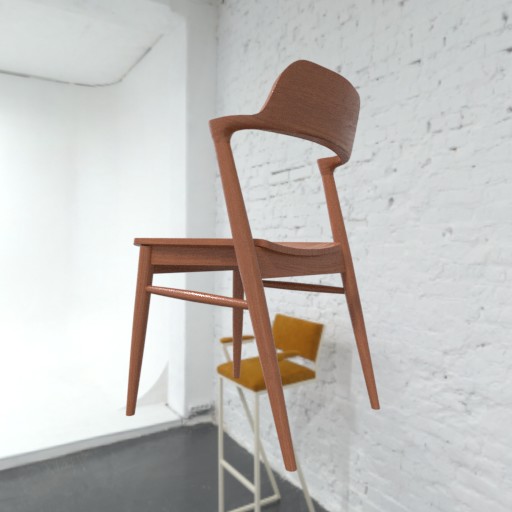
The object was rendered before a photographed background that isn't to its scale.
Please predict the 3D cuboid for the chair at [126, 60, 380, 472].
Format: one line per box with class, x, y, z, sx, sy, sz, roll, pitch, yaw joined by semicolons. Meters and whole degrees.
chair;0.000;0.000;1.142;0.499;0.801;0.496;0;0;37
